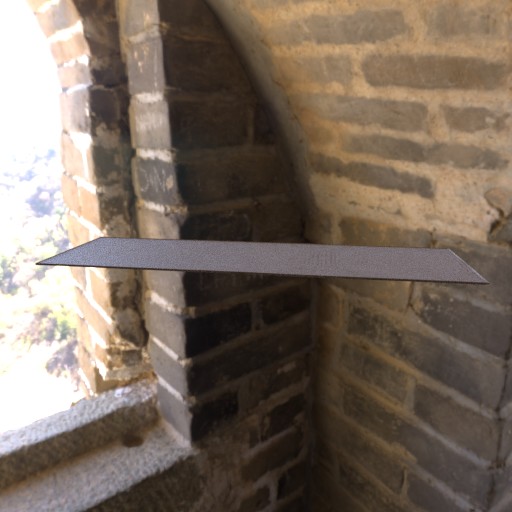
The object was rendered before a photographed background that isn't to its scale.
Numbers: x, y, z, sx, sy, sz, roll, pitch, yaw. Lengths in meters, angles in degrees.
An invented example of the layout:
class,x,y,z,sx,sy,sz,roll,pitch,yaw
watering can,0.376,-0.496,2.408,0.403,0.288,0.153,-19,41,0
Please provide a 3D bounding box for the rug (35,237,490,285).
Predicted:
class,x,y,z,sx,sy,sz,roll,pitch,yaw
rug,0.000,0.000,2.733,2.452,0.012,0.775,2,14,9
